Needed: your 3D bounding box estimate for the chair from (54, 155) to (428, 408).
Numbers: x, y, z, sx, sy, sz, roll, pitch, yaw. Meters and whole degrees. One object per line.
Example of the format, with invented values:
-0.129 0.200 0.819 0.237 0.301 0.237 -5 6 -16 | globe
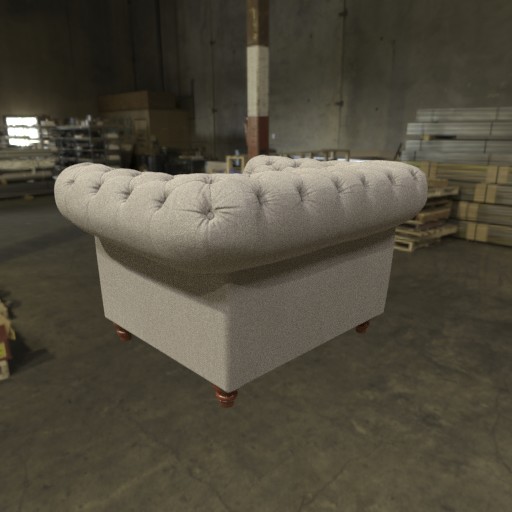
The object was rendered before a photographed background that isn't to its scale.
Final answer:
0.000 0.000 1.847 1.270 0.770 0.976 -15 21 -42 | chair
